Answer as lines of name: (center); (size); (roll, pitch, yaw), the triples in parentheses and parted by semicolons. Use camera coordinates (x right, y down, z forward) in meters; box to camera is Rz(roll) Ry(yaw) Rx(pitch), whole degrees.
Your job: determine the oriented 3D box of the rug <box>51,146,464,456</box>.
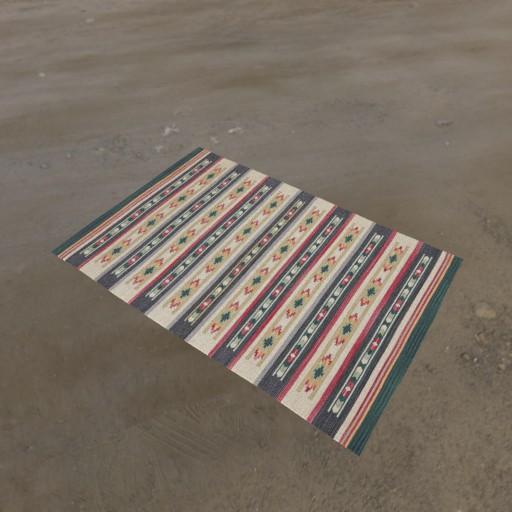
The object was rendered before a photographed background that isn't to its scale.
rug: (0.000, 0.000, 2.344); (1.825, 0.009, 1.221); (27, 53, 23)
